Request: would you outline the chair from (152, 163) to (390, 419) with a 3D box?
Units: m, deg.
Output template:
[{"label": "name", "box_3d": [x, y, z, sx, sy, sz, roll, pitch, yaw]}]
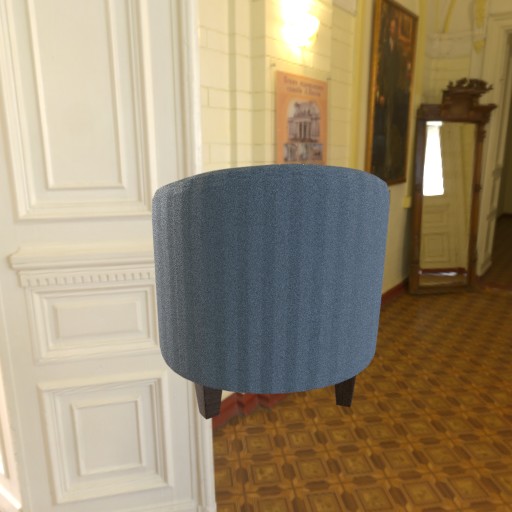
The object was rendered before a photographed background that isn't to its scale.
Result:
[{"label": "chair", "box_3d": [0.000, 0.000, 1.765, 0.756, 0.757, 1.288, -2, 14, -8]}]
